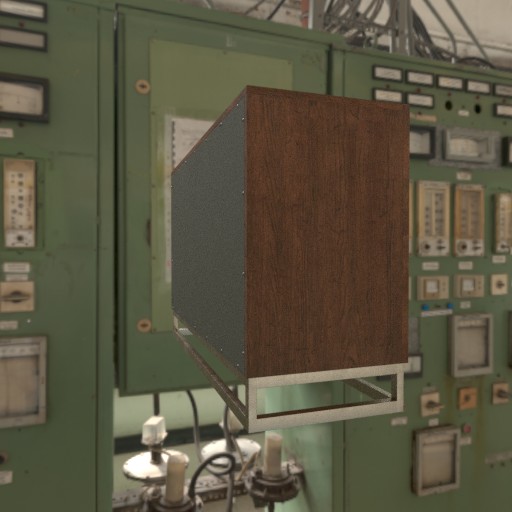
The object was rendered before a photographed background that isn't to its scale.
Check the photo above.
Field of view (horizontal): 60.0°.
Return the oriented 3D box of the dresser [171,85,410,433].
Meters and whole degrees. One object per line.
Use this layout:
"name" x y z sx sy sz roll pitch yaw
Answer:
"dresser" 0.000 0.000 2.219 0.623 1.061 1.646 0 1 -19
